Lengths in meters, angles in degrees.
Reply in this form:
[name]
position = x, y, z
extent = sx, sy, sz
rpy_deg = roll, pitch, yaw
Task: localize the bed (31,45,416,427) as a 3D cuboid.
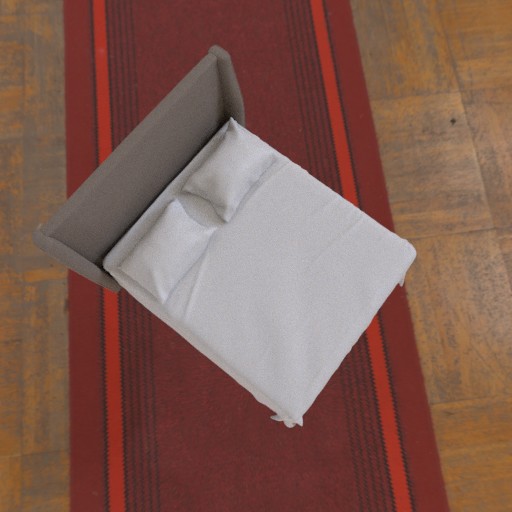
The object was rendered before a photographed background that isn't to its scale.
[bed]
position = 0.000, 0.000, 3.509
extent = 2.276, 1.332, 1.925
rpy_deg = 37, 79, 9
